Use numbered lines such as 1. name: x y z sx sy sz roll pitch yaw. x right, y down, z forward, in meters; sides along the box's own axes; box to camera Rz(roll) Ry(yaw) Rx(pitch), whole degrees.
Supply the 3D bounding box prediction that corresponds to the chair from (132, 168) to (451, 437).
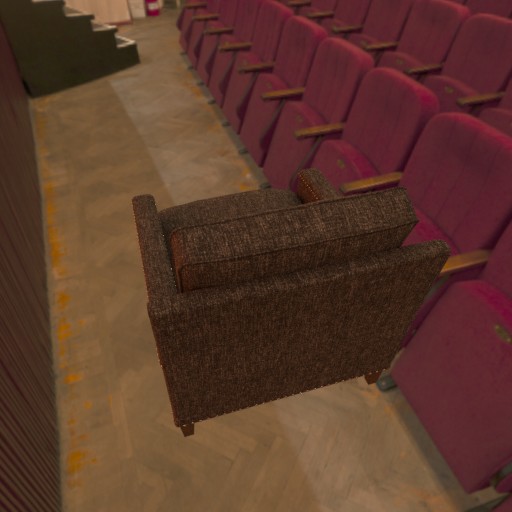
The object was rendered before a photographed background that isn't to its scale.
1. chair: 0.000 0.000 1.721 0.853 0.943 1.014 -11 42 -13
